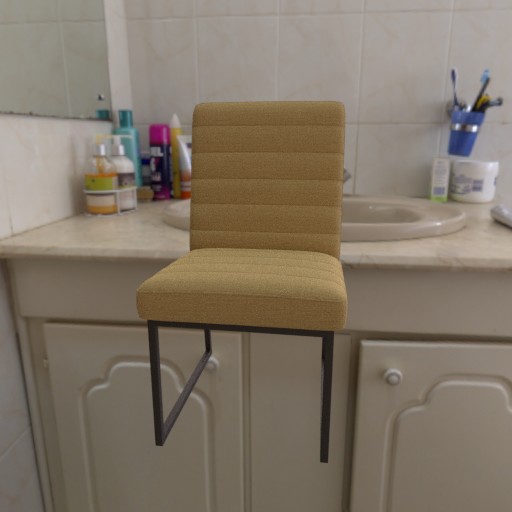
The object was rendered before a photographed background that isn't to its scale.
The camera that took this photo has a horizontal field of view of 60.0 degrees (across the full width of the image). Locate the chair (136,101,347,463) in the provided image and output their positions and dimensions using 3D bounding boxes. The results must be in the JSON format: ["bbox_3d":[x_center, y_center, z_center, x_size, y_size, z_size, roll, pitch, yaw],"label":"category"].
[{"bbox_3d":[0.000,0.000,1.341,0.520,0.930,0.634,2,14,8],"label":"chair"}]
